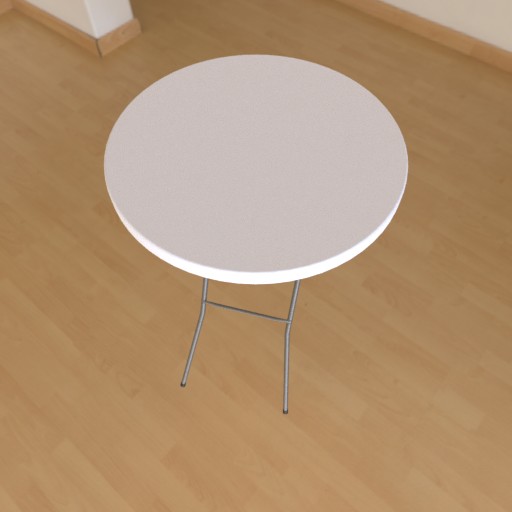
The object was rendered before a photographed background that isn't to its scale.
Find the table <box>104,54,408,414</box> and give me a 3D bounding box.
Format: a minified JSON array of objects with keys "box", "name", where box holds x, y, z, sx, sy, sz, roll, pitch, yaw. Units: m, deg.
[{"box":[0.000,0.000,1.634,0.792,1.105,0.795,12,59,8],"name":"table"}]
